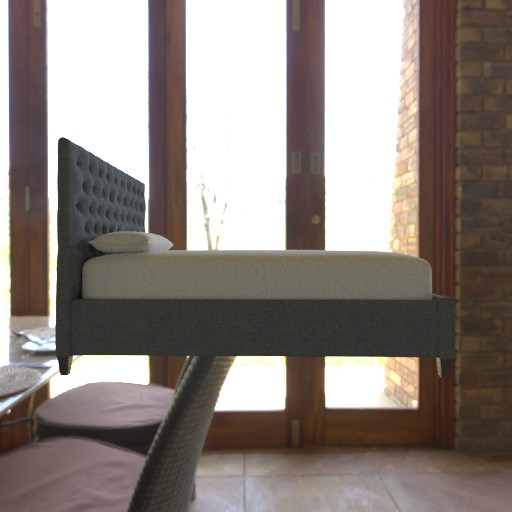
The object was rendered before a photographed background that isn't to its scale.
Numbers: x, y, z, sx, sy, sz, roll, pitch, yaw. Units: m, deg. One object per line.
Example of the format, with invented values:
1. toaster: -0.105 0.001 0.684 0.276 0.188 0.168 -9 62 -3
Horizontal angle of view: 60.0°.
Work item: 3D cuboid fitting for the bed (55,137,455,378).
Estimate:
1. bed: 0.000 0.000 3.407 2.335 1.411 1.698 0 0 1
